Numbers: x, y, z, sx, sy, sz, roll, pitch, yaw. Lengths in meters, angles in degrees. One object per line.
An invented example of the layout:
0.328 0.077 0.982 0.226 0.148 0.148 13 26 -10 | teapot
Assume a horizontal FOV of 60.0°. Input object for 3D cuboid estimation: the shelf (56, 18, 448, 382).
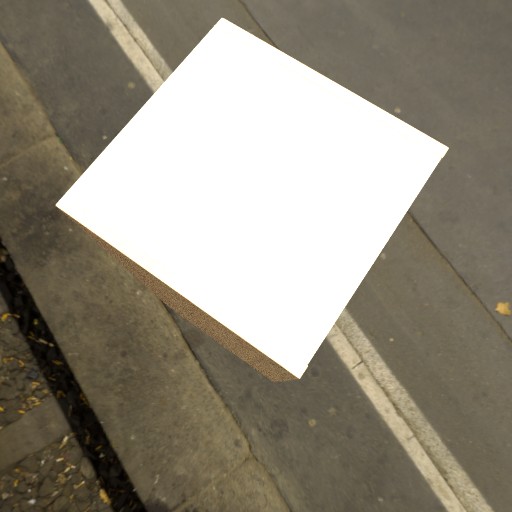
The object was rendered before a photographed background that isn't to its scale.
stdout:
0.000 0.000 0.744 0.297 0.594 0.290 34 77 9 | shelf
